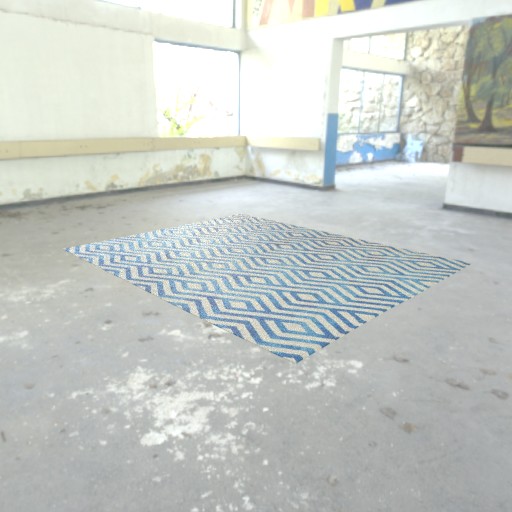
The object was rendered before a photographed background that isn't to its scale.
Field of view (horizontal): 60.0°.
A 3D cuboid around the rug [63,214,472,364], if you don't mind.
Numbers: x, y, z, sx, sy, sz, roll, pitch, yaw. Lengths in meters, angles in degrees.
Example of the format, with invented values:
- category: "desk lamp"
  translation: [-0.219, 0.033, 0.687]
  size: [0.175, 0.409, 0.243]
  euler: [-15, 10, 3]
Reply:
- category: "rug"
  translation: [0.000, 0.000, 4.215]
  size: [2.453, 0.008, 3.059]
  euler: [-16, 23, -42]
